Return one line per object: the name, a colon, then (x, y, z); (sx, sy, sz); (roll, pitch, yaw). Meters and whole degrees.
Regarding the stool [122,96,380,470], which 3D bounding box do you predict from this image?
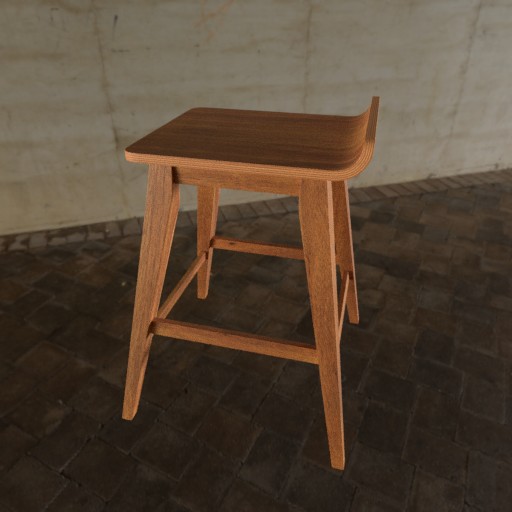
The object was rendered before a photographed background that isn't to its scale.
stool: (0.000, 0.000, 0.996); (0.500, 0.650, 0.500); (8, 32, 13)
